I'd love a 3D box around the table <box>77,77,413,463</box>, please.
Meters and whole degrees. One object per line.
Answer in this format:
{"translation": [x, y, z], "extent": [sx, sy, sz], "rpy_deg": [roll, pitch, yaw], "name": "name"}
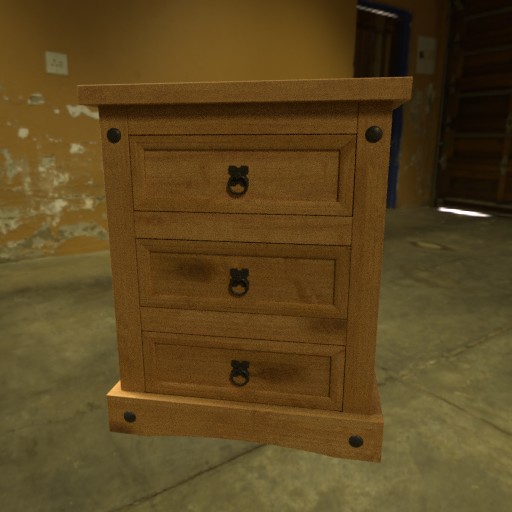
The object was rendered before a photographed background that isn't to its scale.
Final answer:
{"translation": [0.000, 0.000, 1.187], "extent": [0.660, 0.813, 0.500], "rpy_deg": [2, 14, 10], "name": "table"}
